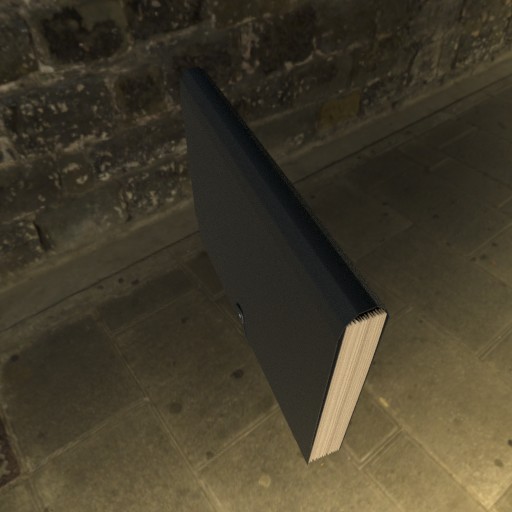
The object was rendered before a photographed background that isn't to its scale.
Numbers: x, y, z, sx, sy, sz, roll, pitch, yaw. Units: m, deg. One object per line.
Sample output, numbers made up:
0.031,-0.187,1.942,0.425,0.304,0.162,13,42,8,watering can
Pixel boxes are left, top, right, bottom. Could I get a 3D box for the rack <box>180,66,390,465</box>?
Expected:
0.000,0.000,0.439,0.041,0.241,0.330,-17,49,-15,rack
